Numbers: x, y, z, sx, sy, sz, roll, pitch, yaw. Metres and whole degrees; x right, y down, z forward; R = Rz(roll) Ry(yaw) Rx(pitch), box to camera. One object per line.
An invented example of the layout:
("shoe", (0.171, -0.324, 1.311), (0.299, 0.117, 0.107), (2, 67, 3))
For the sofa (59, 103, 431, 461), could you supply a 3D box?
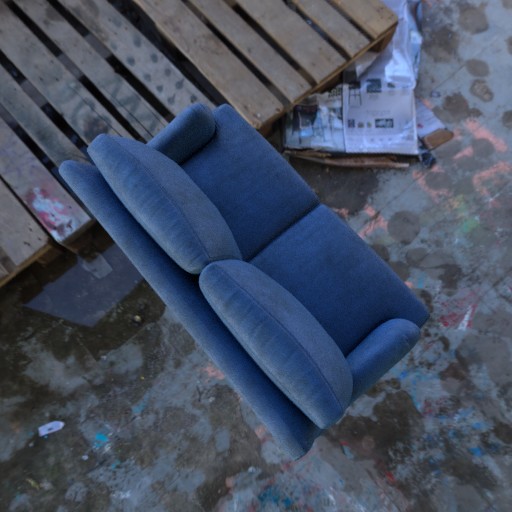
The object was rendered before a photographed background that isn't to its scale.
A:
("sofa", (0.000, 0.000, 2.537), (1.084, 1.101, 1.853), (-40, 78, -10))
